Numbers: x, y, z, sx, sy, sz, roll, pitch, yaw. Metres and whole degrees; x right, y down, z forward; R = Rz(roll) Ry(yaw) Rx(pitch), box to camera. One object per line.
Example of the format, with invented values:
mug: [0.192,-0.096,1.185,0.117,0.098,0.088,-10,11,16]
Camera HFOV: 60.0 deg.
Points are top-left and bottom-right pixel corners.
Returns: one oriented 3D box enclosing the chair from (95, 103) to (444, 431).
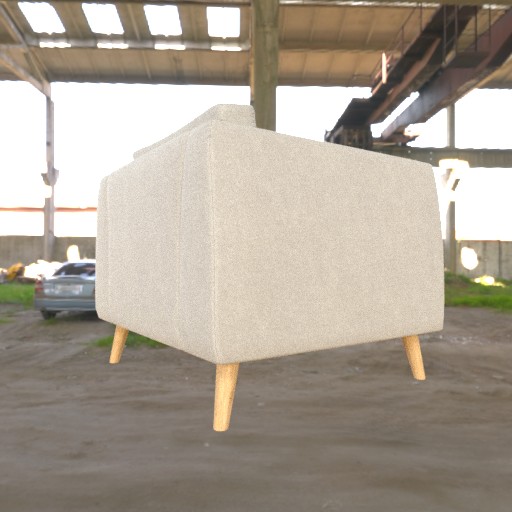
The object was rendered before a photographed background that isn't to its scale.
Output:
chair: [0.000,0.000,1.676,0.930,0.860,1.000,0,0,-35]
